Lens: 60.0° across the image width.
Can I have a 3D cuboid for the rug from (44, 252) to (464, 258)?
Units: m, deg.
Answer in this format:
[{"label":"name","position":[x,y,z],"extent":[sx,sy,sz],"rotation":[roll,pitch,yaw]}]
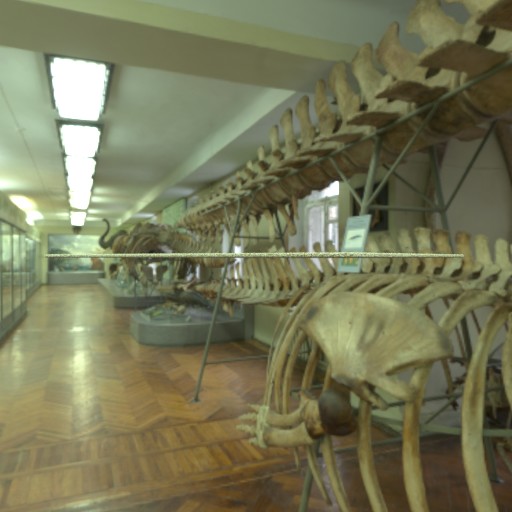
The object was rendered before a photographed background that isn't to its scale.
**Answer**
[{"label":"rug","position":[0.000,0.000,4.095],"extent":[3.047,0.029,2.438],"rotation":[0,0,37]}]
